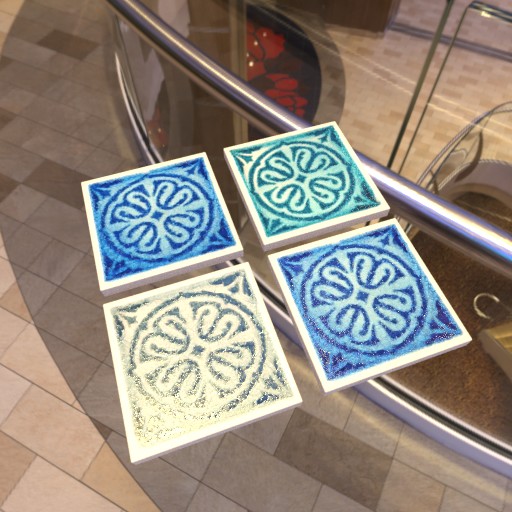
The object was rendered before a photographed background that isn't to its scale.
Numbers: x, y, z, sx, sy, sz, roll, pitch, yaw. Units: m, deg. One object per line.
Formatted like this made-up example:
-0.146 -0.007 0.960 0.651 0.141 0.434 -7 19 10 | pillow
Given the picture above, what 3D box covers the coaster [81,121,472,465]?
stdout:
0.000 0.000 0.320 0.219 0.010 0.214 -16 60 -10 | coaster
